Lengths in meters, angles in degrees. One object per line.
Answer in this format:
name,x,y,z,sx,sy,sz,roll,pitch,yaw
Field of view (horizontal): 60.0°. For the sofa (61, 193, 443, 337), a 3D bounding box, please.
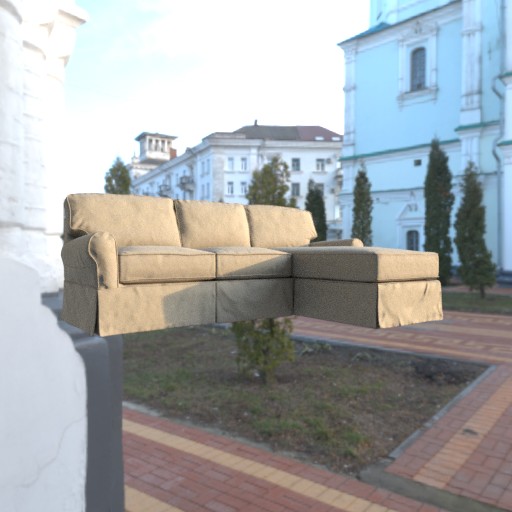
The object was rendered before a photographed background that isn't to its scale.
sofa,0.000,0.000,3.365,2.475,0.978,1.733,0,0,-36
